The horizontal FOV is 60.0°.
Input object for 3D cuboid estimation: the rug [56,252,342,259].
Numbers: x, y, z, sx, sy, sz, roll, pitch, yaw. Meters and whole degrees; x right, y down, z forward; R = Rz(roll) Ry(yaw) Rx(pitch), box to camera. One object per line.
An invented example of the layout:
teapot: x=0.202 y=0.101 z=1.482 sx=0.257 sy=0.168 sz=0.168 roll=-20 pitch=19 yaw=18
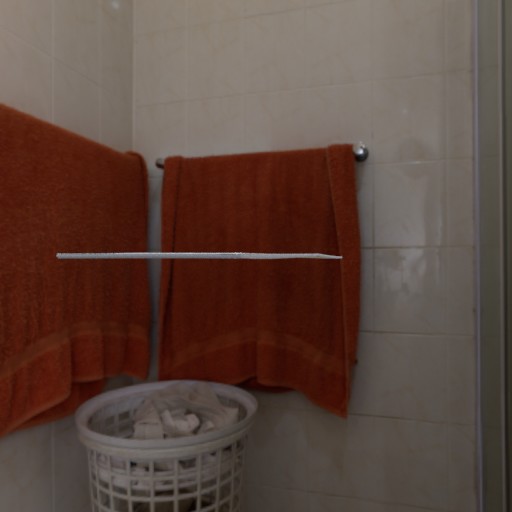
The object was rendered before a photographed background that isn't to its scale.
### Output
rug: x=0.000 y=0.000 z=2.520 sx=0.675 sy=0.037 sz=2.341 roll=0 pitch=0 yaw=18
